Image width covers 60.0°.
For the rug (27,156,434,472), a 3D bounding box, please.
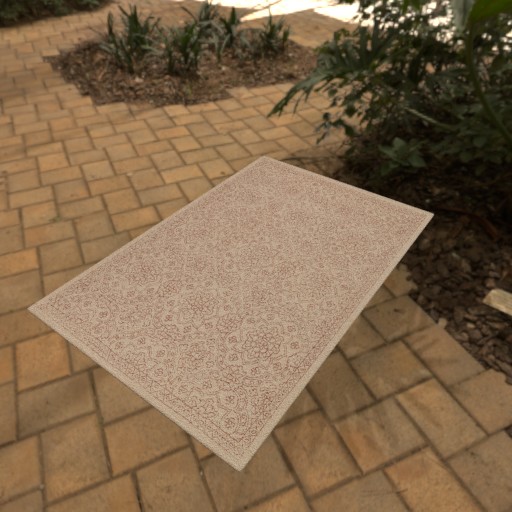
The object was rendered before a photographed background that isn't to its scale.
[{"bbox_3d":[0.000,0.000,2.280,1.219,0.010,1.829,25,46,27],"label":"rug"}]
